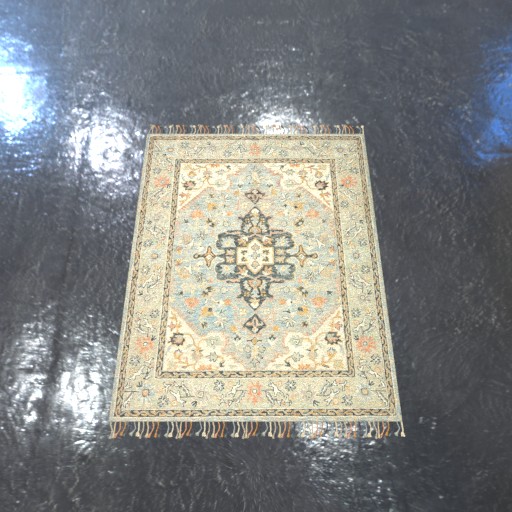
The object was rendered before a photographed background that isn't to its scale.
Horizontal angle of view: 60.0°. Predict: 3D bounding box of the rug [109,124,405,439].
[{"bbox_3d":[0.000,0.000,2.262,1.278,0.009,1.730,0,65,0],"label":"rug"}]
